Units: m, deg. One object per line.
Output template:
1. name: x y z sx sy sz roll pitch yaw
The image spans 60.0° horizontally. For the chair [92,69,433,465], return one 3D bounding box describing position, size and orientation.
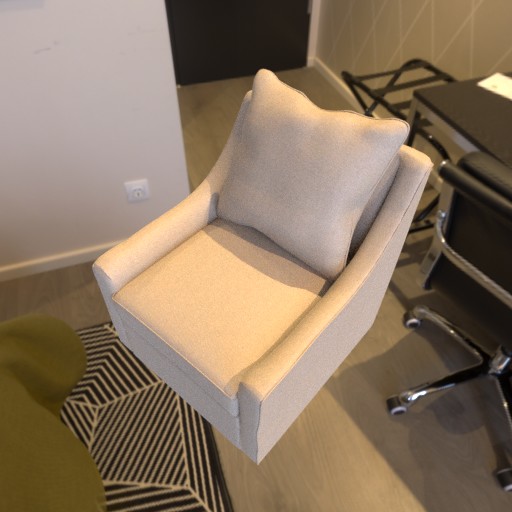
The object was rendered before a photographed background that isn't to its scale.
1. chair: 0.000 0.000 1.573 0.760 0.942 0.876 32 55 27
